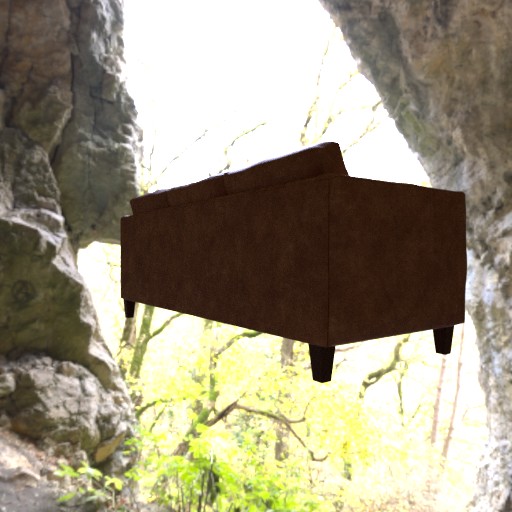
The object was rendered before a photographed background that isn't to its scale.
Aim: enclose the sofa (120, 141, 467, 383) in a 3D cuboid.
[{"bbox_3d":[0.000,0.000,2.979,1.045,1.006,2.464,0,0,-35],"label":"sofa"}]
